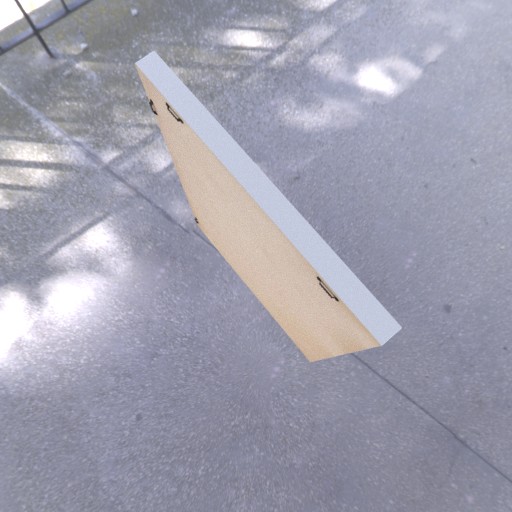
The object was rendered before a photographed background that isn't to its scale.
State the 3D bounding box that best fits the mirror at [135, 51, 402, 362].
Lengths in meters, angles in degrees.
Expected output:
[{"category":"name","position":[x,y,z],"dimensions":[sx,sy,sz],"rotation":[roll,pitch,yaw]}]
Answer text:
[{"category":"mirror","position":[0.000,0.000,0.922],"dimensions":[0.039,0.710,0.507],"rotation":[-38,78,-9]}]
